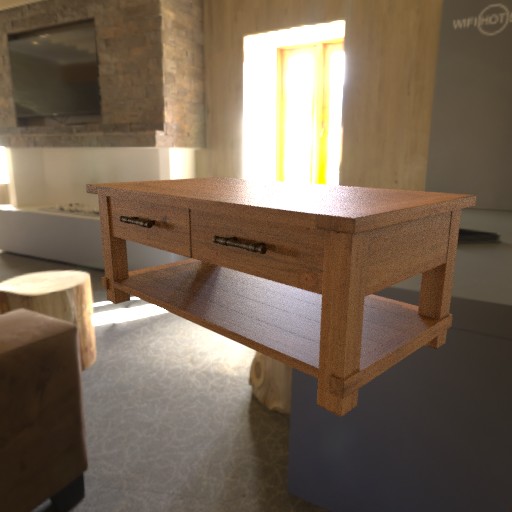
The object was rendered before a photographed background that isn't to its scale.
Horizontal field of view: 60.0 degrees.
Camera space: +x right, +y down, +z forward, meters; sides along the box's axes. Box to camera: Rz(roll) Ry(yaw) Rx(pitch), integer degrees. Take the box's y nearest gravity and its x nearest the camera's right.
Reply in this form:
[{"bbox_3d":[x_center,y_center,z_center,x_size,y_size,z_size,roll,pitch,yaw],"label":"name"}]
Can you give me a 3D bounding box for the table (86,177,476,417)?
[{"bbox_3d":[0.000,0.000,1.643,0.693,0.494,1.270,-13,19,-43],"label":"table"}]
